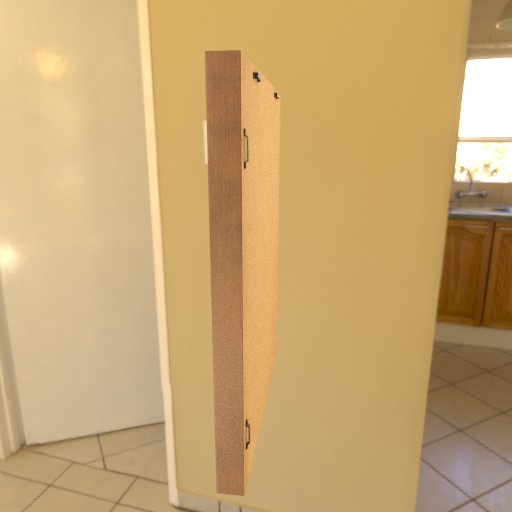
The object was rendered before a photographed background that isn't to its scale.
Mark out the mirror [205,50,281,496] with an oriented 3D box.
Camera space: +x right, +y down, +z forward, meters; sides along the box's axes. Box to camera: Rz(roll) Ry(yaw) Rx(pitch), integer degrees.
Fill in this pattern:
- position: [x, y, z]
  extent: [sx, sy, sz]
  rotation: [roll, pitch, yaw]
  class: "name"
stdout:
- position: [0.000, 0.000, 0.680]
  extent: [0.041, 0.509, 0.406]
  rotation: [2, 15, 8]
  class: "mirror"
